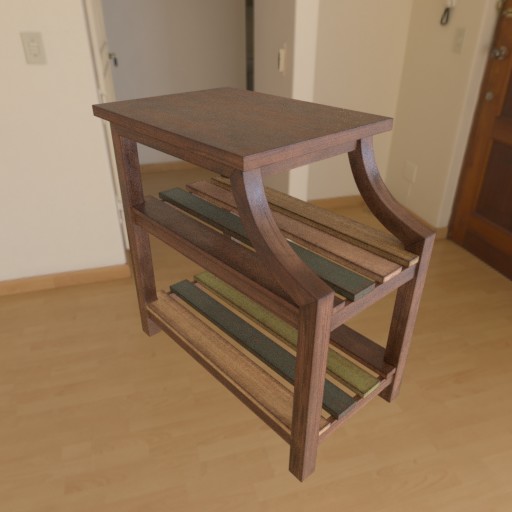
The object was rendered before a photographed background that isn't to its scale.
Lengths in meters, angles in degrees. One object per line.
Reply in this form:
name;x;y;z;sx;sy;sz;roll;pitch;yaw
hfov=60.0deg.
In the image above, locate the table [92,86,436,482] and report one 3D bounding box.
table;0.000;0.000;0.952;0.356;0.584;0.609;-24;37;-35
